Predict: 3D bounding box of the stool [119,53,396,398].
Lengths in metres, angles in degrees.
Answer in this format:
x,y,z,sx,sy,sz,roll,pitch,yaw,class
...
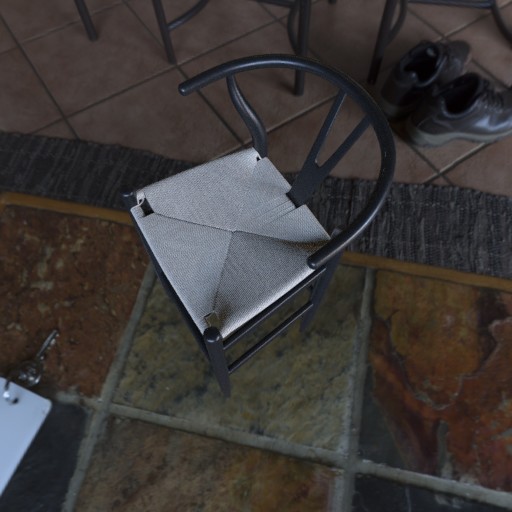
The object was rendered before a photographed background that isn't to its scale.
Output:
x,y,z,sx,sy,sz,roll,pitch,yaw,class
0.000,0.000,1.398,0.579,1.072,0.569,-29,67,-13,stool
